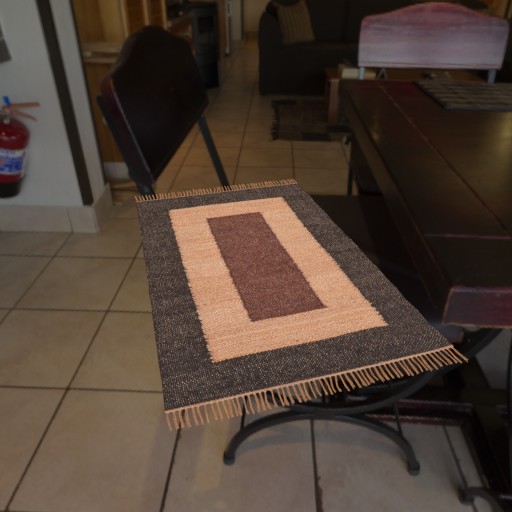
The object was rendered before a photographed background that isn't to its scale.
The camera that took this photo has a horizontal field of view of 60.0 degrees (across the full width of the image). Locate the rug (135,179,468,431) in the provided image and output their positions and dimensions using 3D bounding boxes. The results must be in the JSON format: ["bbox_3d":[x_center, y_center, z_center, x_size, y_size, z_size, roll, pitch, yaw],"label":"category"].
[{"bbox_3d":[0.000,0.000,1.877,0.920,0.013,1.541,-9,33,-14],"label":"rug"}]
